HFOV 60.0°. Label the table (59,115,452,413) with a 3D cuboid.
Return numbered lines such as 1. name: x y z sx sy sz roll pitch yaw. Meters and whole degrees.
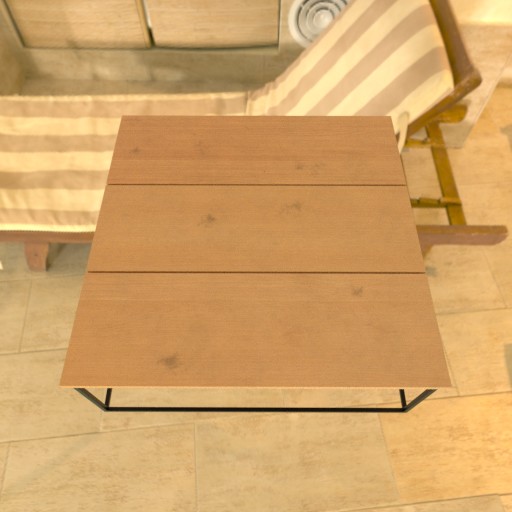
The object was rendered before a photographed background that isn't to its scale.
1. table: 0.000 0.000 1.696 1.100 0.400 1.100 0 59 0
